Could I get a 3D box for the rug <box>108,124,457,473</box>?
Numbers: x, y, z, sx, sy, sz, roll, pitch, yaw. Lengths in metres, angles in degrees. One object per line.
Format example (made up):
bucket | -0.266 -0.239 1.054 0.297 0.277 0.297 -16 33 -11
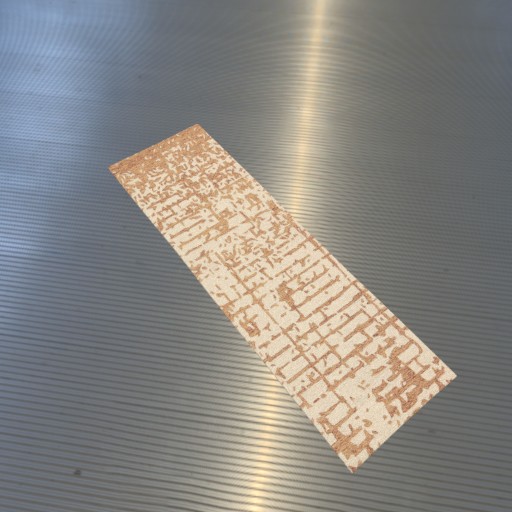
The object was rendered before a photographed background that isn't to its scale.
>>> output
rug | 0.000 0.000 2.691 0.750 0.011 2.435 -33 62 -19
